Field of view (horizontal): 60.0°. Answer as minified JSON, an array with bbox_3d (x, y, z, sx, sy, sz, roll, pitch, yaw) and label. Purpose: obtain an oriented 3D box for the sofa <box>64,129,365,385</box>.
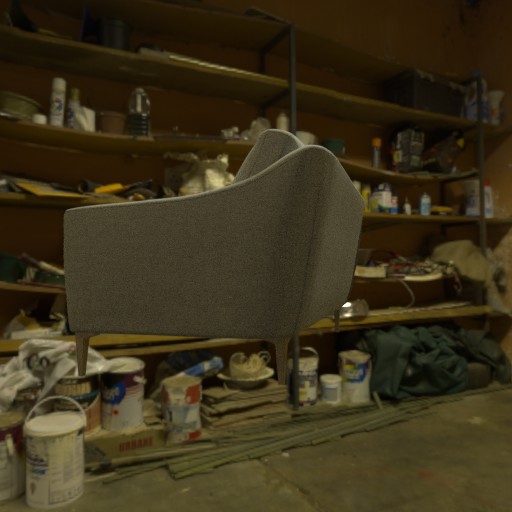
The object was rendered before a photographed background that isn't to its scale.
[{"bbox_3d":[0.000,0.000,2.207,0.960,0.904,1.619,0,-1,19],"label":"sofa"}]
